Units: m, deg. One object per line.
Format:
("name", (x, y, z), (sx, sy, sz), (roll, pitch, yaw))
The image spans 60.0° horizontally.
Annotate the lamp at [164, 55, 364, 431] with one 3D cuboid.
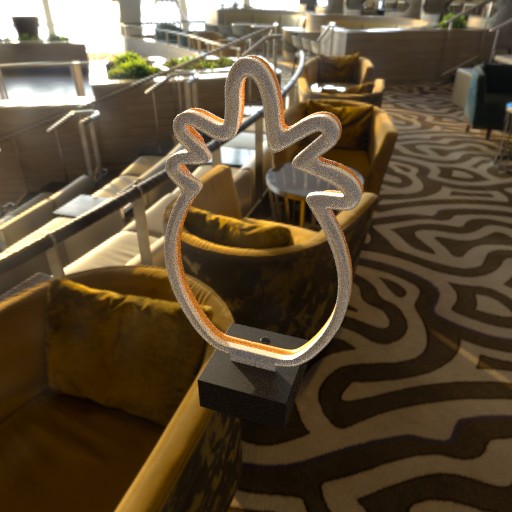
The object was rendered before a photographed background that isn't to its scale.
("lamp", (0.000, 0.000, 0.382), (0.167, 0.317, 0.088), (10, 33, 16))
